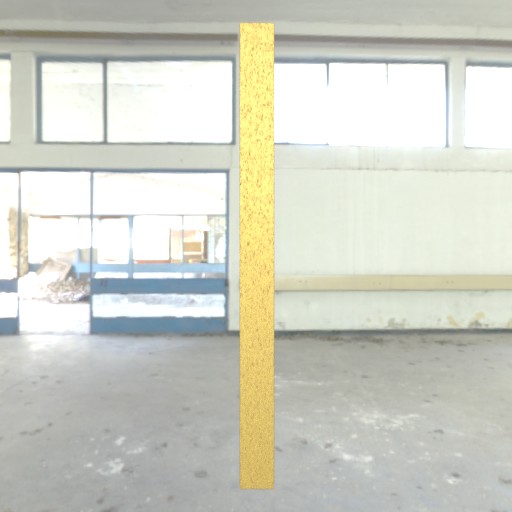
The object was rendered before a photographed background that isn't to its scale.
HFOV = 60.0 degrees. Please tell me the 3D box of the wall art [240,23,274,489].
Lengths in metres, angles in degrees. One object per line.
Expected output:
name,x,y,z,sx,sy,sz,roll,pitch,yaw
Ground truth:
wall art,0.000,0.000,0.878,0.048,0.642,0.537,0,0,0
